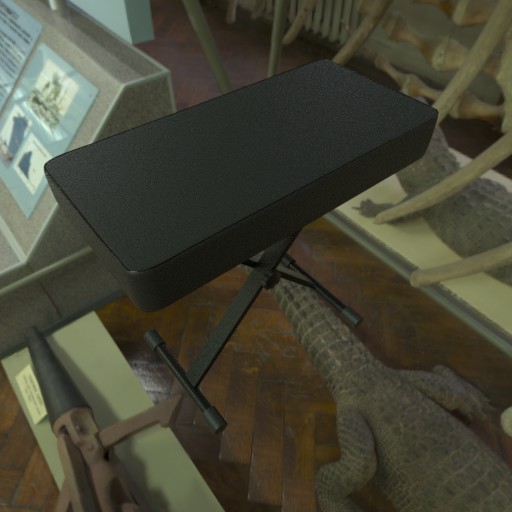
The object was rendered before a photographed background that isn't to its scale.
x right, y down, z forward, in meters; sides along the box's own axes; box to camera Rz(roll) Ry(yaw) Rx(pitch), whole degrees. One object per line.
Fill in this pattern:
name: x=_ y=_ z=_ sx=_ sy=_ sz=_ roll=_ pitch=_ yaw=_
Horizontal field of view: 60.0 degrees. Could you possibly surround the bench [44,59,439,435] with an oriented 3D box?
bench: x=0.000 y=0.000 z=0.914 sx=0.600 sy=0.561 sz=0.300 roll=-30 pitch=54 yaw=-25
